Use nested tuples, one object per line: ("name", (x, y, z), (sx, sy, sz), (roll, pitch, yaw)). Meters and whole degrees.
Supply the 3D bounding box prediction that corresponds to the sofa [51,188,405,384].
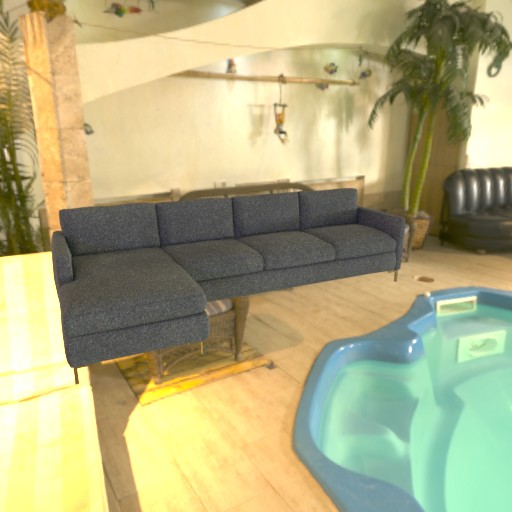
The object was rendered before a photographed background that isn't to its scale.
("sofa", (0.000, 0.000, 3.513), (2.932, 0.810, 1.350), (-8, 18, -25))
